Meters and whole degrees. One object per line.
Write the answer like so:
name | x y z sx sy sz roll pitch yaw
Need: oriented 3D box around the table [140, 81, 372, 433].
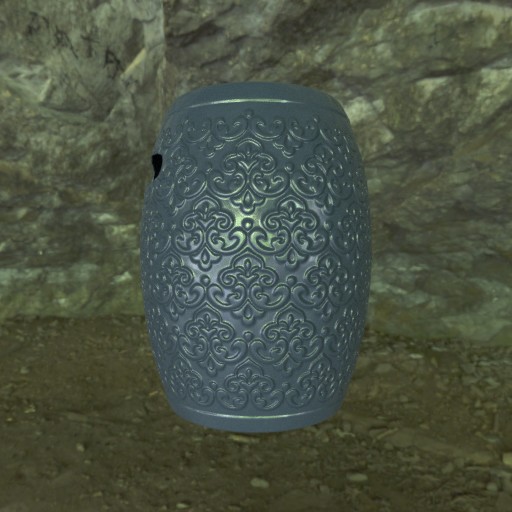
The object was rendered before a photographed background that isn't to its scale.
table | 0.000 0.000 0.610 0.309 0.397 0.309 0 1 0
